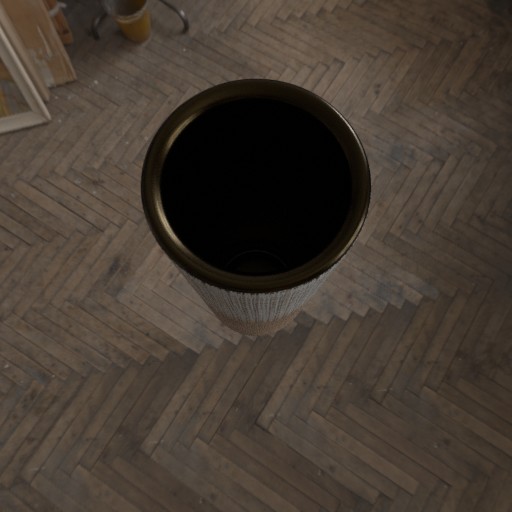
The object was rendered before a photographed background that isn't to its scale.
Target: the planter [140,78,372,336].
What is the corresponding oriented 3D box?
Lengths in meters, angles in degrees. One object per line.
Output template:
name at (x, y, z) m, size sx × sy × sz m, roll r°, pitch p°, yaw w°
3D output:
planter at (0.000, 0.000, 0.322) m, size 0.099 × 0.278 × 0.099 m, roll 38°, pitch 79°, yaw 9°
